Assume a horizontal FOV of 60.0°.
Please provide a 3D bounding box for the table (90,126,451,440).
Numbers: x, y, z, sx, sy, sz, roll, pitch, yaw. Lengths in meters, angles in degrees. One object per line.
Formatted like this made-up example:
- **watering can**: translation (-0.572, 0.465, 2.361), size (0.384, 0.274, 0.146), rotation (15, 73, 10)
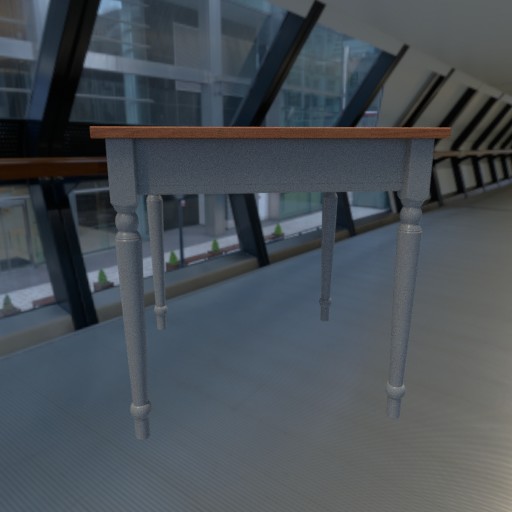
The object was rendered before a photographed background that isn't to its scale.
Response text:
- **table**: translation (0.000, 0.000, 1.355), size (0.747, 0.738, 0.747), rotation (-2, 15, -7)
